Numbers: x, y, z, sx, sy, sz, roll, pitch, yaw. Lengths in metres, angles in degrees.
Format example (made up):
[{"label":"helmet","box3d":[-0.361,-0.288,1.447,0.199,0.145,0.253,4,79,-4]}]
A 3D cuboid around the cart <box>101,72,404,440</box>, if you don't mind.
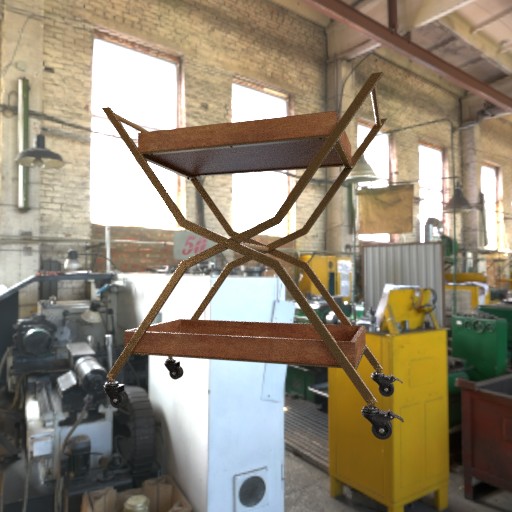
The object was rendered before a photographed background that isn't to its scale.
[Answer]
[{"label":"cart","box3d":[0.000,0.000,1.338,0.836,0.869,0.405,-1,-2,18]}]
